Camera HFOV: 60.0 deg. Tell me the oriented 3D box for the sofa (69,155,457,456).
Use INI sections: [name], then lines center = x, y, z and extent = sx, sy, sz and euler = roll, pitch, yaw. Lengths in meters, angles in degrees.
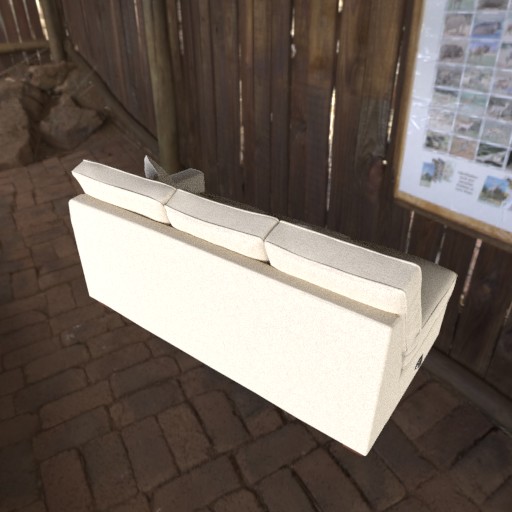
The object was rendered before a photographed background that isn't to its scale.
[sofa]
center = 0.000, 0.000, 2.505
extent = 1.963, 0.946, 1.034
euler = 21, 37, 31
